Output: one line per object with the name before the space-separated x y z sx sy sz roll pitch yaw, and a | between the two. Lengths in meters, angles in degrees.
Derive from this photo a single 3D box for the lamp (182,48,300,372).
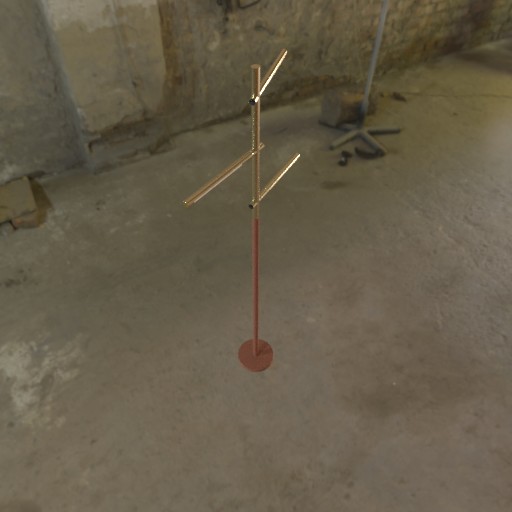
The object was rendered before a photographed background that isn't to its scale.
lamp | 0.000 0.000 1.984 0.209 1.704 0.737 17 49 15
